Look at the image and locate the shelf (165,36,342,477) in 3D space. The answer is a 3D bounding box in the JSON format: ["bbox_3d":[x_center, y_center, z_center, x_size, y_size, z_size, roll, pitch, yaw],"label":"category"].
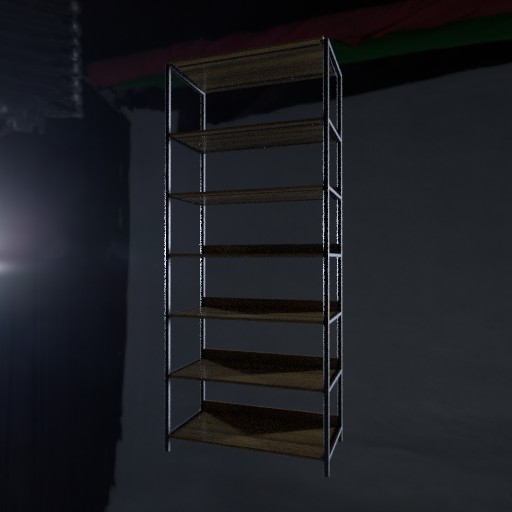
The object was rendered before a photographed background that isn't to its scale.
[{"bbox_3d":[0.000,0.000,2.359,0.847,2.015,0.431,0,-1,19],"label":"shelf"}]
